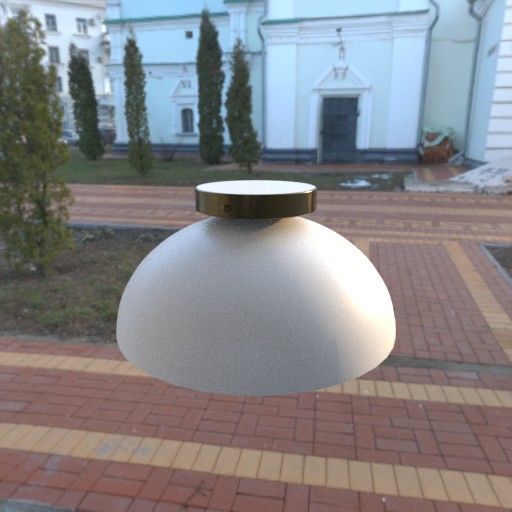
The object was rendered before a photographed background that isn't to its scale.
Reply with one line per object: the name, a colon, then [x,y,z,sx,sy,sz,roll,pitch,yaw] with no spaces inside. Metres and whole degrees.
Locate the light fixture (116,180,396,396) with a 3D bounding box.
light fixture: [0.000,0.000,0.566,0.355,0.177,0.355,0,16,0]
